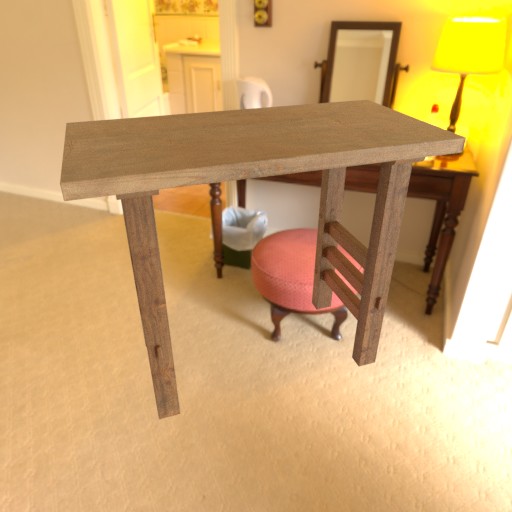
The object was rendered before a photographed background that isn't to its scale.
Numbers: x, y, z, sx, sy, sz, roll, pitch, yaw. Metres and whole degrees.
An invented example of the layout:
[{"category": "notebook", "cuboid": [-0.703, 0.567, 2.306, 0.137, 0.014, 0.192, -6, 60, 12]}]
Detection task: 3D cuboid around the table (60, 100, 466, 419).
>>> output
[{"category": "table", "cuboid": [0.000, 0.000, 1.611, 1.119, 0.914, 0.556, -10, 32, -16]}]
